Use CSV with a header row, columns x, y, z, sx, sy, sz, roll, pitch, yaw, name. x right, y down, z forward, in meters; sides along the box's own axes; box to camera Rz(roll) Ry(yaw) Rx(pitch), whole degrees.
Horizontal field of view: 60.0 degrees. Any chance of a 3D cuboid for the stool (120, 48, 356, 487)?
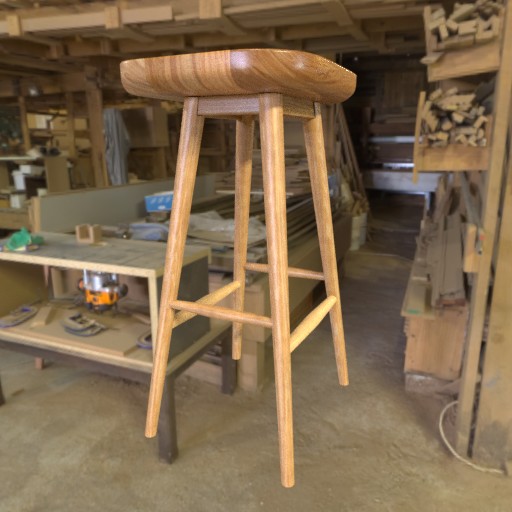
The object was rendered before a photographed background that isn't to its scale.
x,y,z,sx,sy,sz,roll,pitch,yaw,name
0.000,0.000,0.902,0.322,0.698,0.407,7,16,25,stool
